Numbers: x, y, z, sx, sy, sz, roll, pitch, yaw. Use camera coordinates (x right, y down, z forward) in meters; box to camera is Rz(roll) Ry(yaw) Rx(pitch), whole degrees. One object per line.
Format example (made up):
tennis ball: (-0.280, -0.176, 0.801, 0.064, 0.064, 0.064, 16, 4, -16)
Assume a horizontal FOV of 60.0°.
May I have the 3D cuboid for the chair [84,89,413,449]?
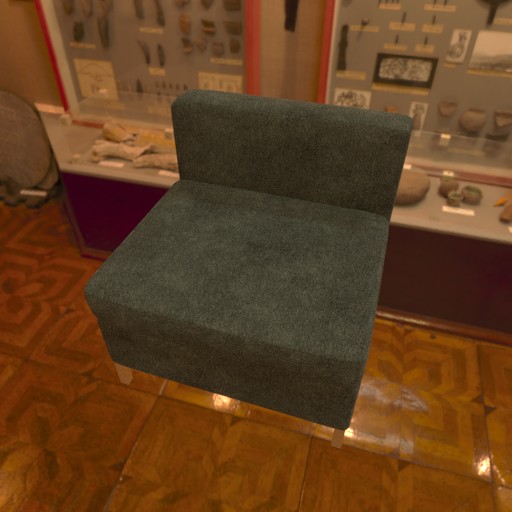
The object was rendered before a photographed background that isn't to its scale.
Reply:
chair: (0.000, 0.000, 1.234, 0.680, 0.660, 0.680, 12, 42, 13)
